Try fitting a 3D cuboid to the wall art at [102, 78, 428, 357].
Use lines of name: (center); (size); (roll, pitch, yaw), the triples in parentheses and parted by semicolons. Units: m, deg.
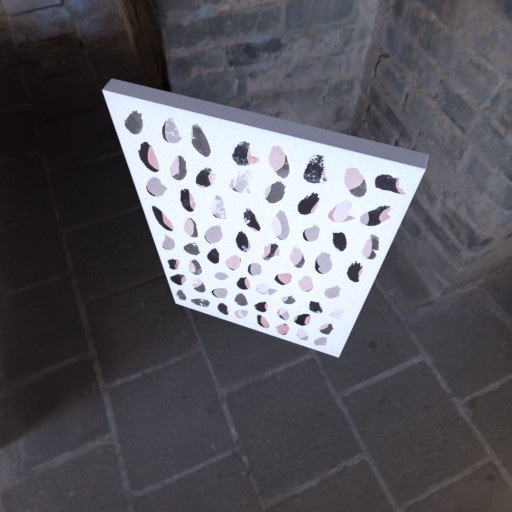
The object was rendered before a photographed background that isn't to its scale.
wall art: (0.000, 0.000, 0.786); (0.405, 0.608, 0.025); (17, 59, 10)
